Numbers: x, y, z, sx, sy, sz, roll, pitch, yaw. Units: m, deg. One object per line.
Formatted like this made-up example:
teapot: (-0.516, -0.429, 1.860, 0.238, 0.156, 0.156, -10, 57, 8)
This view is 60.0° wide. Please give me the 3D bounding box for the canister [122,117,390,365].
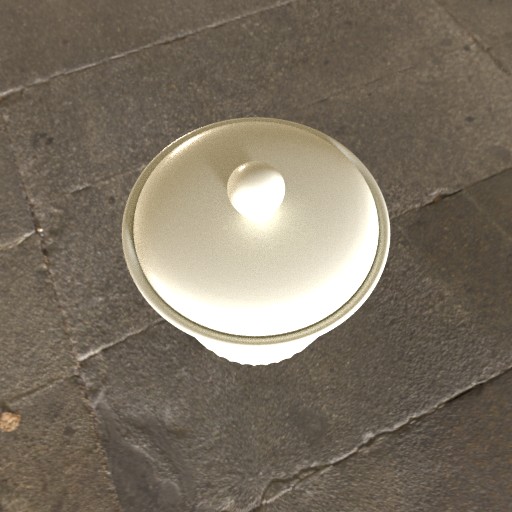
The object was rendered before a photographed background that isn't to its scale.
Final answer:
canister: (0.000, 0.000, 0.354, 0.181, 0.211, 0.181, 0, 63, 0)
